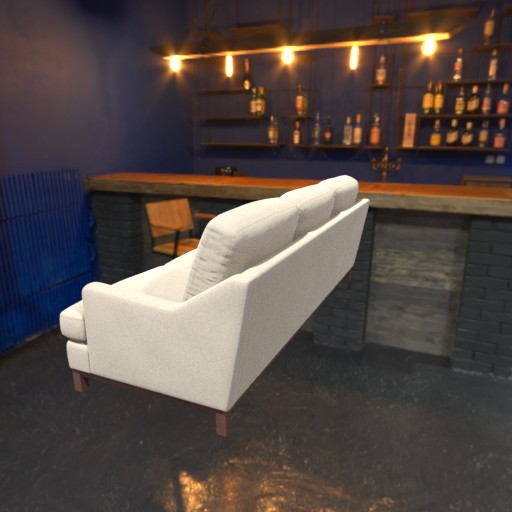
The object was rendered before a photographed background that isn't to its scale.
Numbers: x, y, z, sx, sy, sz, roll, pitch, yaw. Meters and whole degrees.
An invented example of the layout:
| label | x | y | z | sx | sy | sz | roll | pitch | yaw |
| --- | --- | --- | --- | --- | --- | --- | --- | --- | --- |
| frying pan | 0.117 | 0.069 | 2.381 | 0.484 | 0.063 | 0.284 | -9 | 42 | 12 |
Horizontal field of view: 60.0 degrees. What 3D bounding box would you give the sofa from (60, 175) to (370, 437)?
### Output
| label | x | y | z | sx | sy | sz | roll | pitch | yaw |
| --- | --- | --- | --- | --- | --- | --- | --- | --- | --- |
| sofa | 0.000 | 0.000 | 2.867 | 1.000 | 0.913 | 2.321 | 7 | 17 | 24 |
